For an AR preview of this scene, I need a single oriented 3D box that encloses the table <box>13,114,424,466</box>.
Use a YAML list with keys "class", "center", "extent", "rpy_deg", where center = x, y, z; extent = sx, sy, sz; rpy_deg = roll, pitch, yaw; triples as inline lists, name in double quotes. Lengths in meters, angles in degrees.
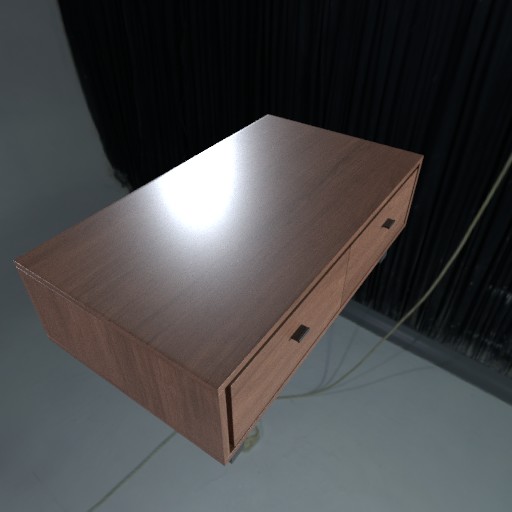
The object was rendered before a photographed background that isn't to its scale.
- class: "table"
  center: [0.000, 0.000, 1.293]
  extent: [0.600, 0.380, 1.020]
  rpy_deg: [24, 45, 26]
